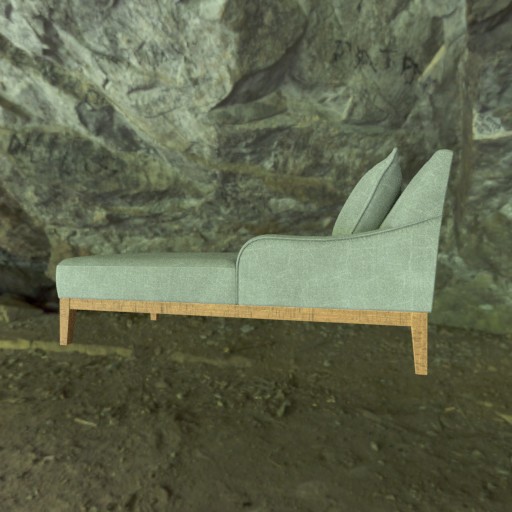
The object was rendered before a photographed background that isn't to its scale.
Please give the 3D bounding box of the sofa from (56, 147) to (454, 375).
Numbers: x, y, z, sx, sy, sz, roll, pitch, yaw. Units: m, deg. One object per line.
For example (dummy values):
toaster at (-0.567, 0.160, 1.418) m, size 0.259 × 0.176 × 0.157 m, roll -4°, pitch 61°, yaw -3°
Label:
sofa at (0.000, 0.000, 2.281) m, size 1.779 × 0.859 × 0.894 m, roll 0°, pitch 1°, yaw 18°
